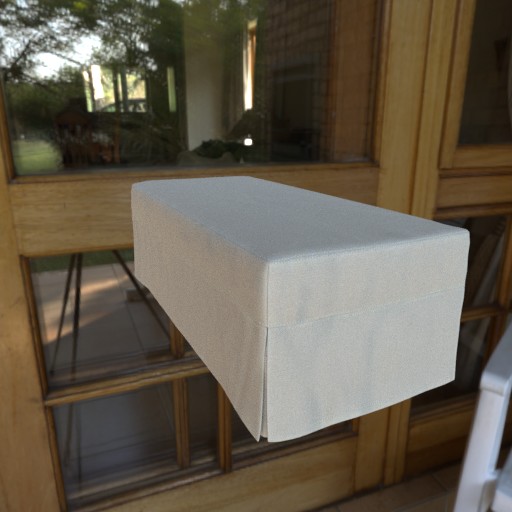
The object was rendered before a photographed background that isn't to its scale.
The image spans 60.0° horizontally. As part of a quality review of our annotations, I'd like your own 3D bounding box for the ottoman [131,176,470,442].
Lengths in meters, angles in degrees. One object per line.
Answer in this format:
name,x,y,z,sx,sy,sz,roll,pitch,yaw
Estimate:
ottoman,0.000,0.000,1.663,0.665,0.457,1.388,-8,19,-26
